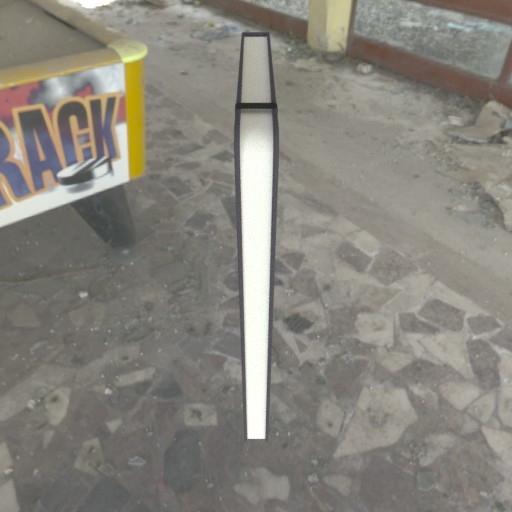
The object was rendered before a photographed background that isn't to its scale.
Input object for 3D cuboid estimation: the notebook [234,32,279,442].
[{"bbox_3d":[0.000,0.000,0.262,0.016,0.213,0.127,0,41,0],"label":"notebook"}]
